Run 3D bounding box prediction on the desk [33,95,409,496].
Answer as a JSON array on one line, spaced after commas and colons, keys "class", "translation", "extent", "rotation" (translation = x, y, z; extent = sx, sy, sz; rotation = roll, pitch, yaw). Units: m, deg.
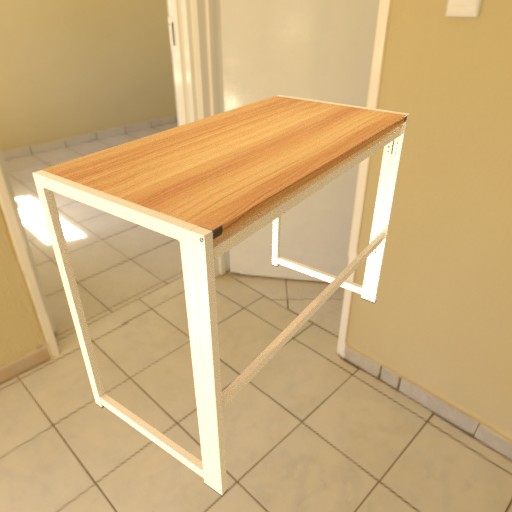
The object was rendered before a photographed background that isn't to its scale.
[{"class": "desk", "translation": [0.000, 0.000, 1.414], "extent": [0.508, 0.762, 1.016], "rotation": [20, 37, 30]}]
